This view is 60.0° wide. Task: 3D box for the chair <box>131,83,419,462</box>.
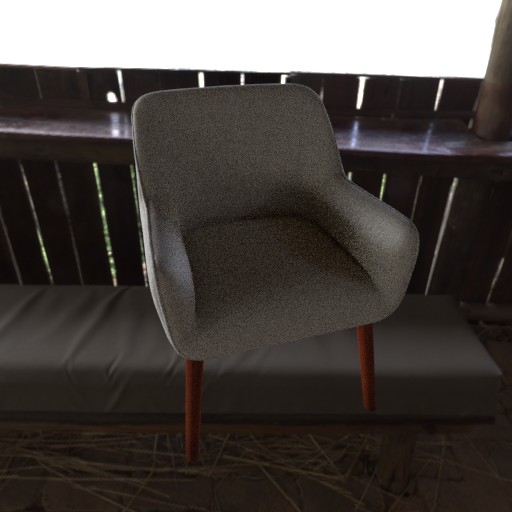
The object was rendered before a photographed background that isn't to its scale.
[{"bbox_3d":[0.000,0.000,1.241,0.610,0.813,0.610,-9,32,-15],"label":"chair"}]
